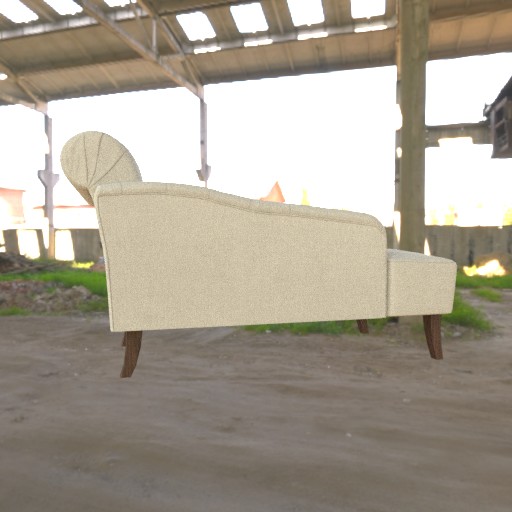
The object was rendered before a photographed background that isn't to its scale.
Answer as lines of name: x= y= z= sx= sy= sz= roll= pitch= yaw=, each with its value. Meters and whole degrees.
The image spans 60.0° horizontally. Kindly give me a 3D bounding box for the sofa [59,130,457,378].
sofa: x=0.000 y=0.000 z=1.766 sx=1.379 sy=0.787 sz=0.675 roll=0 pitch=1 yaw=-17
